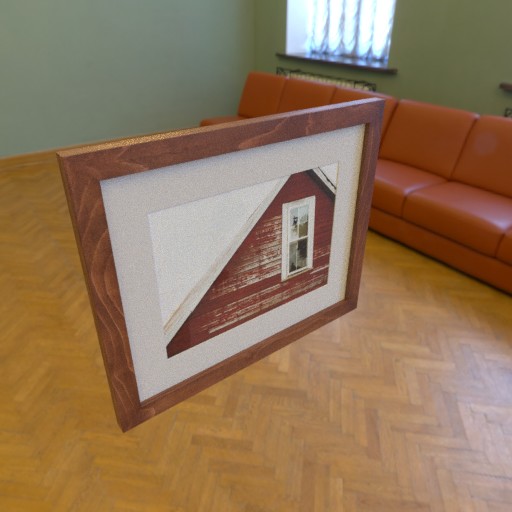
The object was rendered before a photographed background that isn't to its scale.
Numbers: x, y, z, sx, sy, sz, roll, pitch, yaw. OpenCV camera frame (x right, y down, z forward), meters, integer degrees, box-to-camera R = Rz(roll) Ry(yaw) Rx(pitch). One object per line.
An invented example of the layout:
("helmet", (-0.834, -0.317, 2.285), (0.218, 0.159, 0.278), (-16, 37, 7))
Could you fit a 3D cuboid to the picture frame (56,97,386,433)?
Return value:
("picture frame", (0.000, 0.000, 0.761), (0.559, 0.457, 0.025), (-21, 36, -32))
